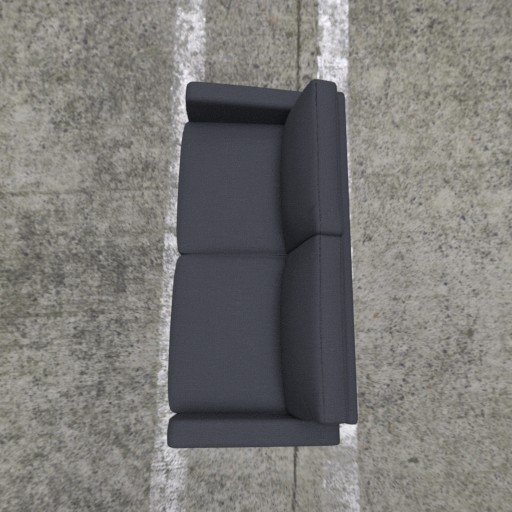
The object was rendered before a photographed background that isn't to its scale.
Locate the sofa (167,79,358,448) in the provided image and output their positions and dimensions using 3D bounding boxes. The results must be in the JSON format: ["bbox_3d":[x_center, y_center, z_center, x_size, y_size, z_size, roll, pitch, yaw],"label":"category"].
[{"bbox_3d":[0.000,0.000,2.360,0.898,0.839,1.852,1,76,0],"label":"sofa"}]
